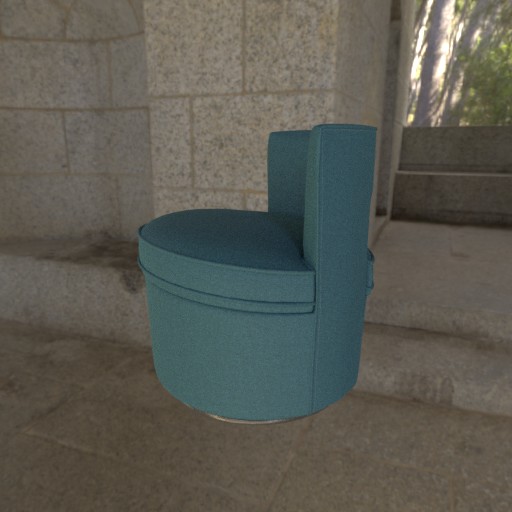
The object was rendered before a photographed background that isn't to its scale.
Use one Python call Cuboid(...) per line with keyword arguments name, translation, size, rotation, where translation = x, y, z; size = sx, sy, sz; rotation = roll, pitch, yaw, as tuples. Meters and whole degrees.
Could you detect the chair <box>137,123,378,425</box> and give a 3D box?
Cuboid(name="chair", translation=(0.000, 0.000, 1.275), size=(0.660, 0.711, 0.684), rotation=(-2, 14, -7))
